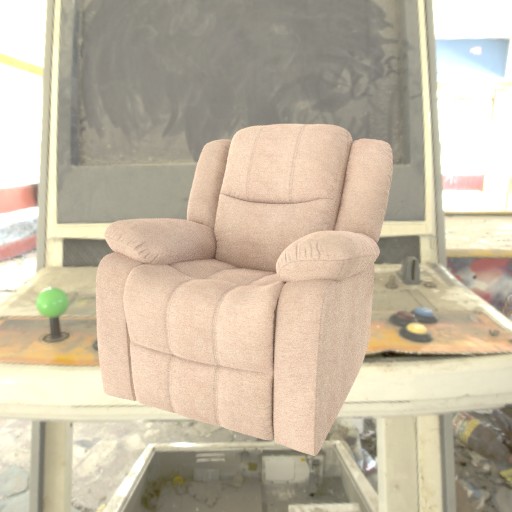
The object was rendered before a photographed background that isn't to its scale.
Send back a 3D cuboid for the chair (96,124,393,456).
[{"bbox_3d":[0.000,0.000,1.701,0.899,1.008,0.944,6,14,24],"label":"chair"}]
